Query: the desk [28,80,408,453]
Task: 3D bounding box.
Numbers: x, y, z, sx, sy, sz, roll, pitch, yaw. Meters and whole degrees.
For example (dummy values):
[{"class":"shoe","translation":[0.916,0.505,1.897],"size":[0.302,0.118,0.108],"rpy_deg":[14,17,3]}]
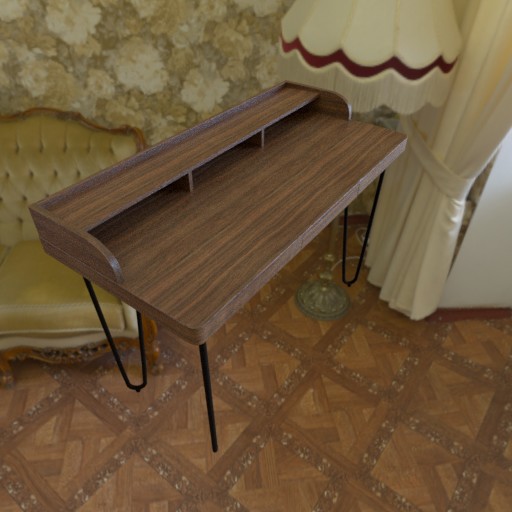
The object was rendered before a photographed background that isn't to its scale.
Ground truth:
[{"class":"desk","translation":[0.000,0.000,1.641],"size":[0.565,0.854,1.200],"rpy_deg":[25,46,27]}]
